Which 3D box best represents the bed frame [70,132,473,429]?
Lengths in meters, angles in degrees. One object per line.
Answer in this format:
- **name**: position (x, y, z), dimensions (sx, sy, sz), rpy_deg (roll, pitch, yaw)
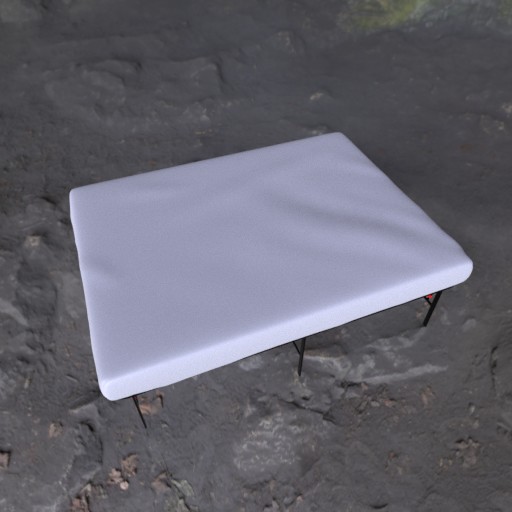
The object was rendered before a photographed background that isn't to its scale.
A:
- **bed frame**: position (0.000, 0.000, 2.939), dimensions (2.151, 0.667, 1.584), rpy_deg (-16, 48, -15)
